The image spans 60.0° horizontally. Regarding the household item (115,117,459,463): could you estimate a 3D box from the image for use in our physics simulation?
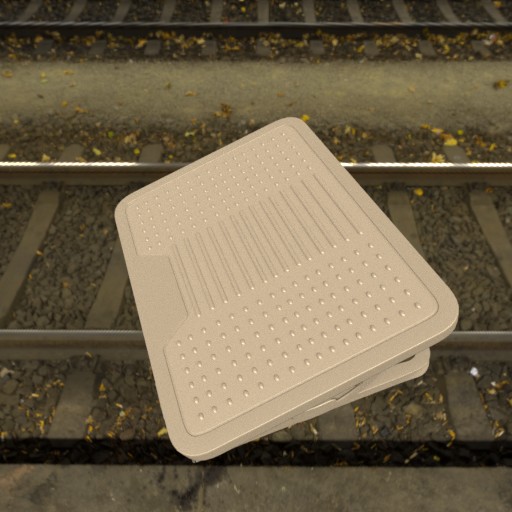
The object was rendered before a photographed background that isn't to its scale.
[{"bbox_3d":[0.000,0.000,0.536,0.301,0.126,0.390,-16,49,-14],"label":"household item"}]
